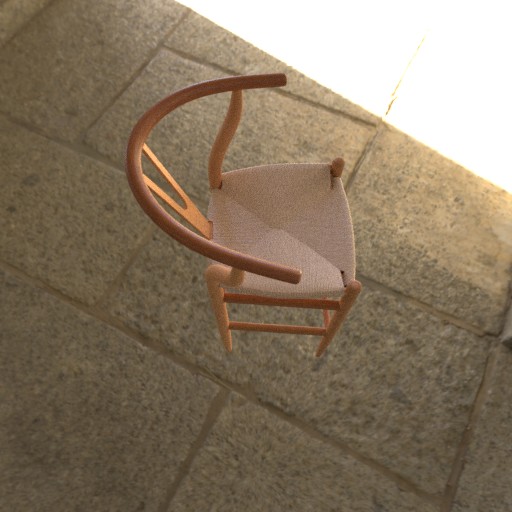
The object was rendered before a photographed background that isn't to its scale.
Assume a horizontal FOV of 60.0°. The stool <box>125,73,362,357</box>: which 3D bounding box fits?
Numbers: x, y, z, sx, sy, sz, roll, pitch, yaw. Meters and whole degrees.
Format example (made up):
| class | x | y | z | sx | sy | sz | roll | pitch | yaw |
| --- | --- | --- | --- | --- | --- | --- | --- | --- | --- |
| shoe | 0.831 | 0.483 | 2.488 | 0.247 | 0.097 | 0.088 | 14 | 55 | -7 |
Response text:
| class | x | y | z | sx | sy | sz | roll | pitch | yaw |
| --- | --- | --- | --- | --- | --- | --- | --- | --- | --- |
| stool | 0.000 | 0.000 | 1.421 | 0.561 | 1.068 | 0.574 | -1 | 64 | -1 |
